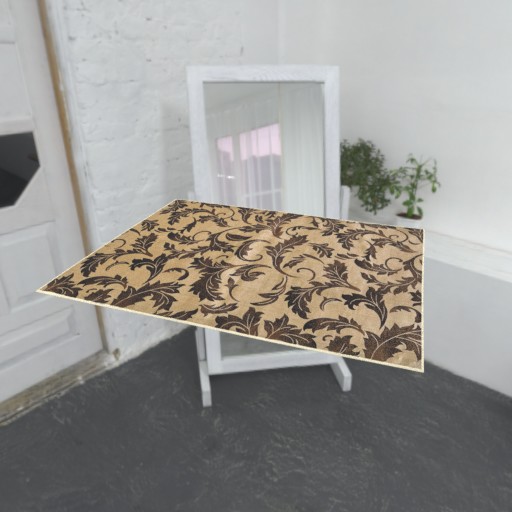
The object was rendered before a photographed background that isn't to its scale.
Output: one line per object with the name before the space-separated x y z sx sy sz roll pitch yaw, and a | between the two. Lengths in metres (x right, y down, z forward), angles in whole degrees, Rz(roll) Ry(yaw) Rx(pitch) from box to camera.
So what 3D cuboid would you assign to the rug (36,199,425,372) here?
rug | 0.000 0.000 4.139 2.977 0.008 2.380 9 28 17
